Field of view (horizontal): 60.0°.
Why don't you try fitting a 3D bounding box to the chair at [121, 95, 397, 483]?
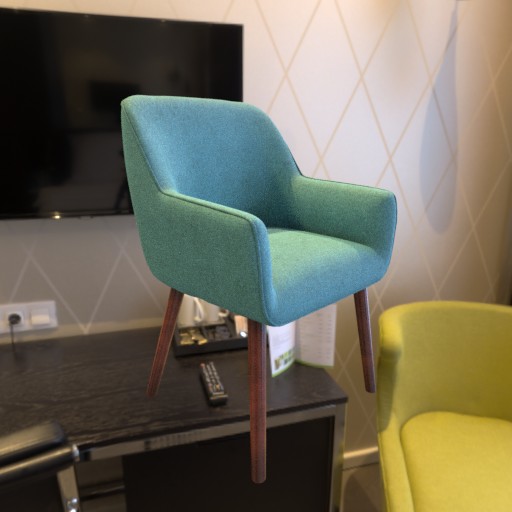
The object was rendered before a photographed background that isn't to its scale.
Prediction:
[{"bbox_3d":[0.000,0.000,1.157,0.519,0.803,0.543,14,21,42],"label":"chair"}]
